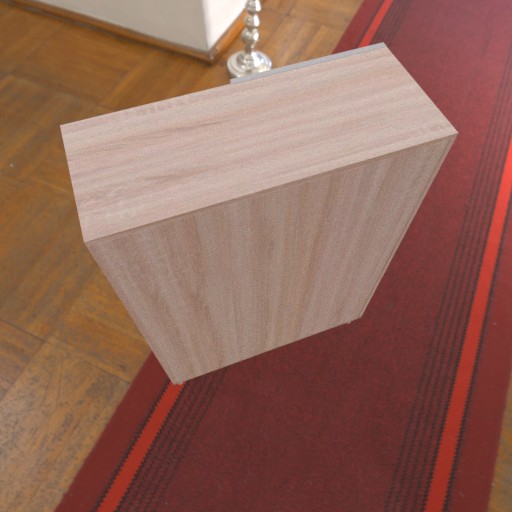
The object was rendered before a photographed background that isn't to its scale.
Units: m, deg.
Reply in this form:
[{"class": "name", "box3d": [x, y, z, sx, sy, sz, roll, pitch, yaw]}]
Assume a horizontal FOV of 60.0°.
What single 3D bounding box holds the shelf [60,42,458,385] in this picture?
[{"class": "shelf", "box3d": [0.000, 0.000, 1.804, 0.995, 1.405, 0.434, -18, 61, -10]}]
